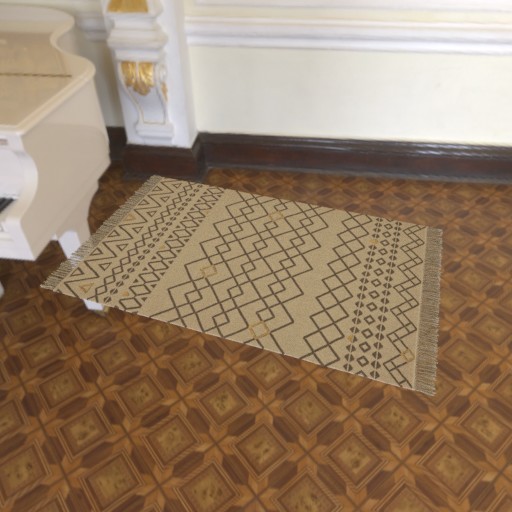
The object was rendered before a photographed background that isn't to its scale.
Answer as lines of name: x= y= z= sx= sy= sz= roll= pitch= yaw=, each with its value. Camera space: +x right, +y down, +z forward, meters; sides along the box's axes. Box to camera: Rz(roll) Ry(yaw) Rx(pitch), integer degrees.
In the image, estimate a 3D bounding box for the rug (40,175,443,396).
rug: x=0.000 y=0.000 z=3.098 sx=2.472 sy=0.035 sz=1.495 roll=13 pitch=42 yaw=14
